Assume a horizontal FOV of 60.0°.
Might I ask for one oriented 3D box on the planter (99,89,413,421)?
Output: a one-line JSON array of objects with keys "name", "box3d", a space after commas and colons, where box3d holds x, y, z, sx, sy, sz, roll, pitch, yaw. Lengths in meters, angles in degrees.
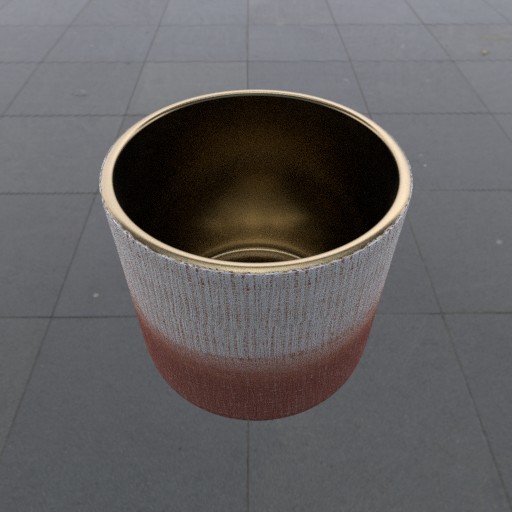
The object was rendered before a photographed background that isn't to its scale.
[{"name": "planter", "box3d": [0.000, 0.000, 0.386, 0.221, 0.201, 0.221, 0, 46, 0]}]
